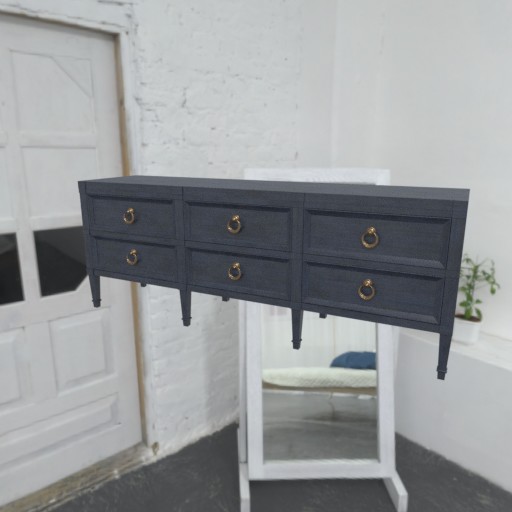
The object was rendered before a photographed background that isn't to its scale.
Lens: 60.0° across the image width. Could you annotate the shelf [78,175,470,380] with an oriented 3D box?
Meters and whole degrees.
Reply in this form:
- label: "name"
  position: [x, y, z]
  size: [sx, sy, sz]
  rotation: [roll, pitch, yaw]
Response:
- label: "shelf"
  position: [0.000, 0.000, 2.241]
  size: [1.878, 0.715, 0.471]
  rotation: [7, 16, 25]
